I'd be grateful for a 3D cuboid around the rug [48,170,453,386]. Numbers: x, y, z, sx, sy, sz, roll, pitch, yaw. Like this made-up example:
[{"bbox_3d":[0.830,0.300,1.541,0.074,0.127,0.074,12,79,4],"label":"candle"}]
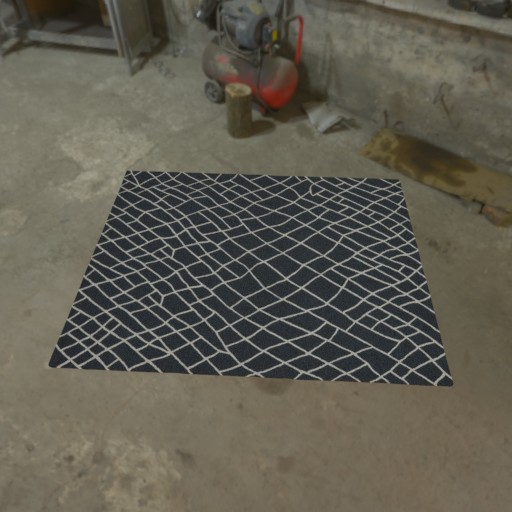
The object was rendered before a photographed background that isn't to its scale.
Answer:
[{"bbox_3d":[0.000,0.000,4.123,3.047,0.022,2.439,2,48,2],"label":"rug"}]
